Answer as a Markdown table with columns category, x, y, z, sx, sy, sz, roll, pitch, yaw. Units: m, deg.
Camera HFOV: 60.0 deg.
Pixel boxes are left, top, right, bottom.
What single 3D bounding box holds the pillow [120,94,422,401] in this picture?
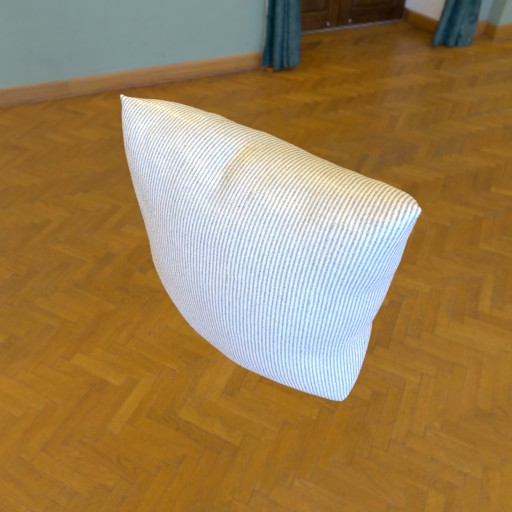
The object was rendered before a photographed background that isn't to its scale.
| category | x | y | z | sx | sy | sz | roll | pitch | yaw |
| --- | --- | --- | --- | --- | --- | --- | --- | --- | --- |
| pillow | 0.000 | 0.000 | 0.702 | 0.310 | 0.432 | 0.387 | -15 | 48 | -14 |
